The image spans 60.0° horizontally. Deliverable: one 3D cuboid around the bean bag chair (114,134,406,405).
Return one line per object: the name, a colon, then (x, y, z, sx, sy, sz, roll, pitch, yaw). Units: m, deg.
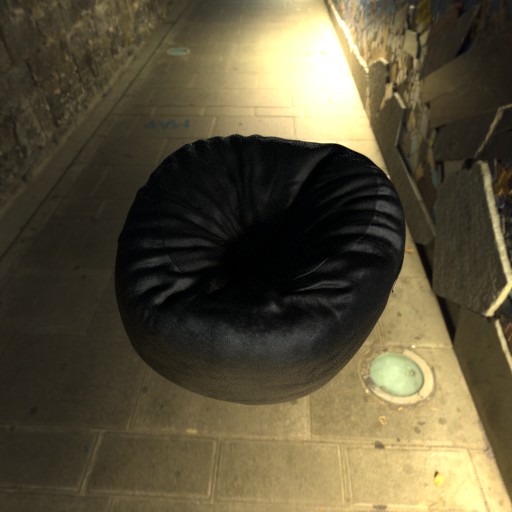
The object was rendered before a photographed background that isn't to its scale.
bean bag chair: (0.000, 0.000, 2.425, 1.524, 0.878, 1.524, 12, 42, 13)
